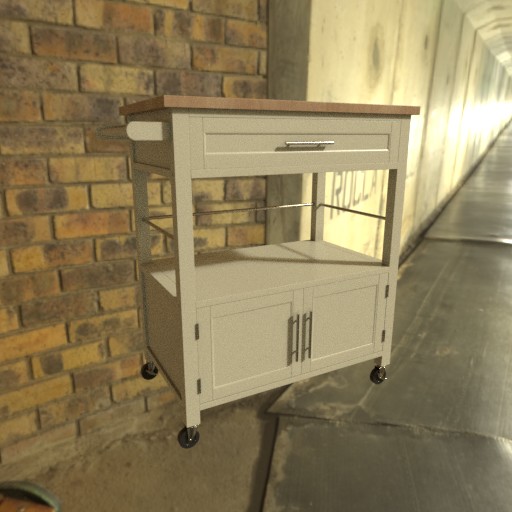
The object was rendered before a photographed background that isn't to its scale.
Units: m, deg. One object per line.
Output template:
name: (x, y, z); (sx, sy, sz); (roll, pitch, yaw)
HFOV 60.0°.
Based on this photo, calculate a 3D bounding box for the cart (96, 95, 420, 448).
cart: (0.000, 0.000, 1.404); (0.840, 0.901, 0.459); (-8, 17, -27)
